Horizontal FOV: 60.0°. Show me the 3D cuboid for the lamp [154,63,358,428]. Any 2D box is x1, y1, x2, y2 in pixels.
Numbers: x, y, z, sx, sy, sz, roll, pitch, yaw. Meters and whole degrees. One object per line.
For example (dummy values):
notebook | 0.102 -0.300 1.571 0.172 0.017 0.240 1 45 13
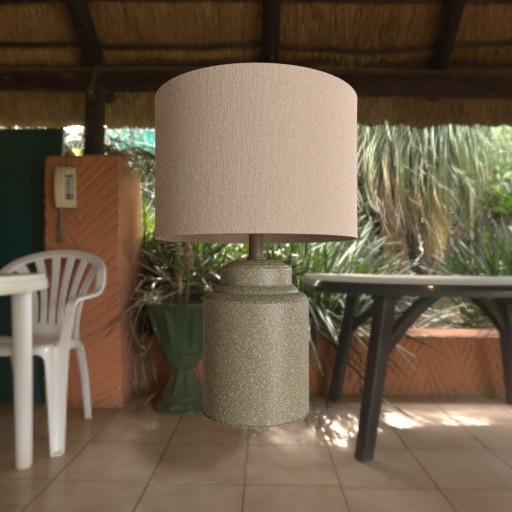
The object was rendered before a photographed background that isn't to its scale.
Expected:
lamp | 0.000 0.000 0.711 0.318 0.486 0.318 0 -1 0
